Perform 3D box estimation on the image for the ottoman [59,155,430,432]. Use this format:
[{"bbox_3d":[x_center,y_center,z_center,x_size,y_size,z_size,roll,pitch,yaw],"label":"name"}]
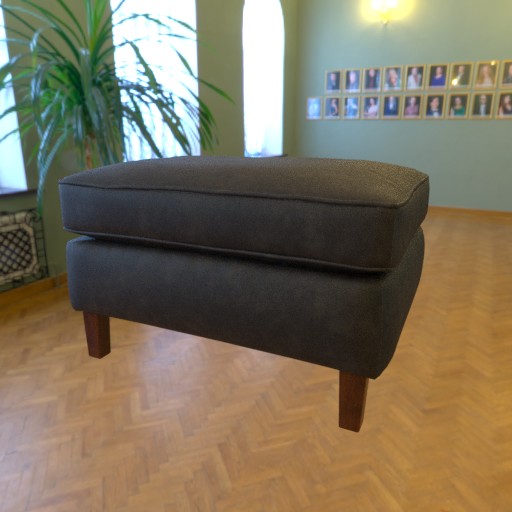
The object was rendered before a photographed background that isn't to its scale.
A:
[{"bbox_3d":[0.000,0.000,0.969,0.665,0.413,0.501,8,18,25],"label":"ottoman"}]
